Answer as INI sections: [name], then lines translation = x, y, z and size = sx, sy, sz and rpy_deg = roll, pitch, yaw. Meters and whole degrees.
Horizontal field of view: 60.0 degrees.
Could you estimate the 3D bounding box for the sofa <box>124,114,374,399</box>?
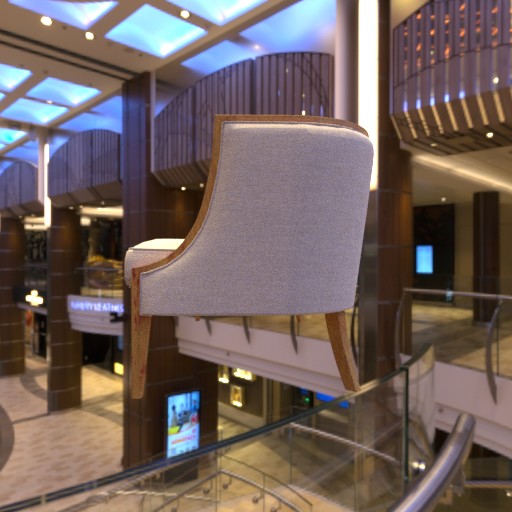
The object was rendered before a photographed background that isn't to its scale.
[sofa]
translation = 0.000, 0.000, 1.931
size = 0.770, 0.775, 1.474
rpy_deg = 0, 0, -1
